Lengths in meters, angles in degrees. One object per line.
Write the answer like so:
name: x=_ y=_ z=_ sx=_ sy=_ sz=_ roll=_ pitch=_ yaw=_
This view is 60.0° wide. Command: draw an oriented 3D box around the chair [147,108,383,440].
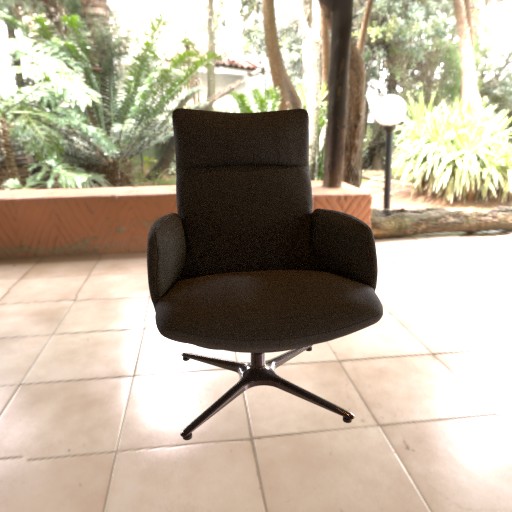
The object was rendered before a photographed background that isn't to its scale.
chair: x=0.000 y=0.000 z=1.533 sx=0.702 sy=0.984 sz=0.831 roll=-3 pitch=17 yaw=-9
